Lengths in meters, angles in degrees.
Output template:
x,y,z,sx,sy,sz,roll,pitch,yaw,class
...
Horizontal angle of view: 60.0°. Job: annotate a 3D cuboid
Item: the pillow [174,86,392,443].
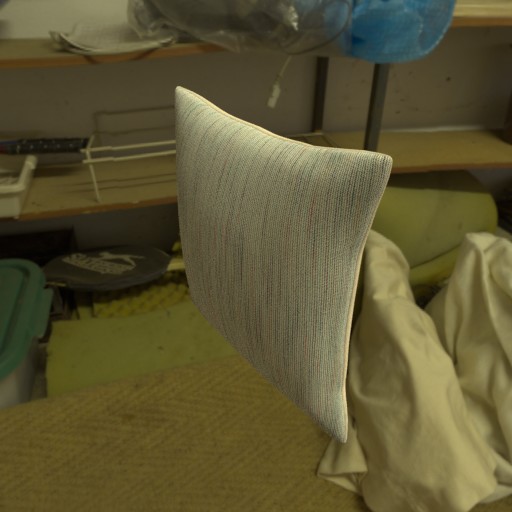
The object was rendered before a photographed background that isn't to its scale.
x,y,z,sx,sy,sz,roll,pitch,yaw,class
0.000,0.000,0.800,0.178,0.506,0.512,-22,38,-31,pillow
